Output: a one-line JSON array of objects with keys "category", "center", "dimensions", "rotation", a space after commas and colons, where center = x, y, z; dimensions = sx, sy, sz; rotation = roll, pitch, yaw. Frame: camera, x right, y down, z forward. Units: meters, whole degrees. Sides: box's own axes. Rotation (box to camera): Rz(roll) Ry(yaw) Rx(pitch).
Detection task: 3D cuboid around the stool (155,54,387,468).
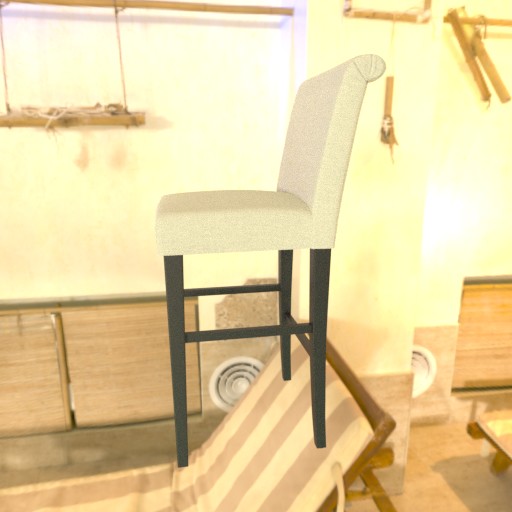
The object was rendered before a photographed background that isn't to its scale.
[{"category": "stool", "center": [0.000, 0.000, 1.402], "dimensions": [0.597, 1.124, 0.452], "rotation": [-3, 14, -10]}]
